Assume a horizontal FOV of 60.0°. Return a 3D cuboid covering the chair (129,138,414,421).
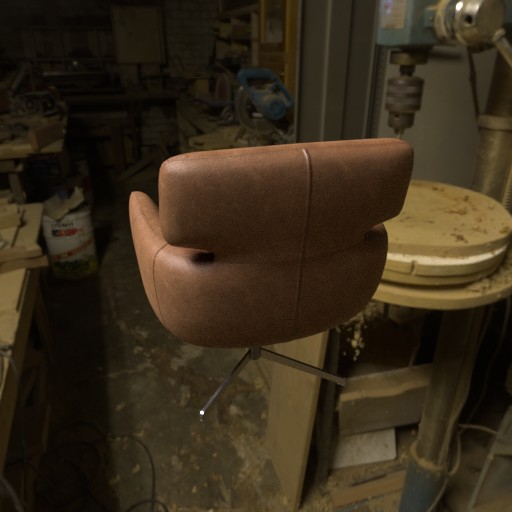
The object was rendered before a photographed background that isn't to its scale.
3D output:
[{"bbox_3d":[0.000,0.000,1.365,0.706,0.812,0.715,-8,28,-16],"label":"chair"}]
